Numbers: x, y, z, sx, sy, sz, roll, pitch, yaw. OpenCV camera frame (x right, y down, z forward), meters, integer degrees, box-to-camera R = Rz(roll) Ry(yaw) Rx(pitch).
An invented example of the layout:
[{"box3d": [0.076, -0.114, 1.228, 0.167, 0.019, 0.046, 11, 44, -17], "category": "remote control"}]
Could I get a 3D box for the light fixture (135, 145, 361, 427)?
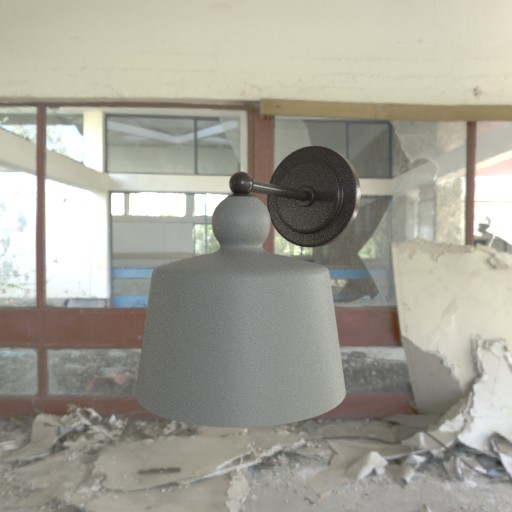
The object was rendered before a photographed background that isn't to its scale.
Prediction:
[{"box3d": [0.000, 0.000, 0.458, 0.204, 0.268, 0.254, 1, 1, 35], "category": "light fixture"}]
